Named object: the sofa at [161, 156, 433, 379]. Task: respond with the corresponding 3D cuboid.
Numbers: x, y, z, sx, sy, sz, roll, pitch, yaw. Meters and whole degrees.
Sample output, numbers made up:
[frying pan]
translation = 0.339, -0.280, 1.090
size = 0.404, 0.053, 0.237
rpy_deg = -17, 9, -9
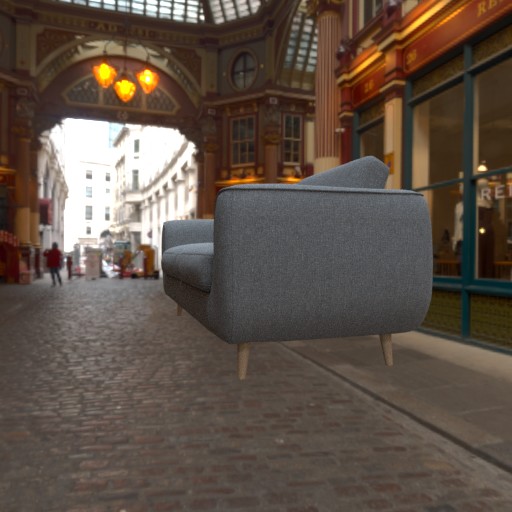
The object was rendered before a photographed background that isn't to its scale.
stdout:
[sofa]
translation = 0.000, 0.000, 2.477
size = 0.920, 0.870, 2.000
rpy_deg = 0, 1, -18
